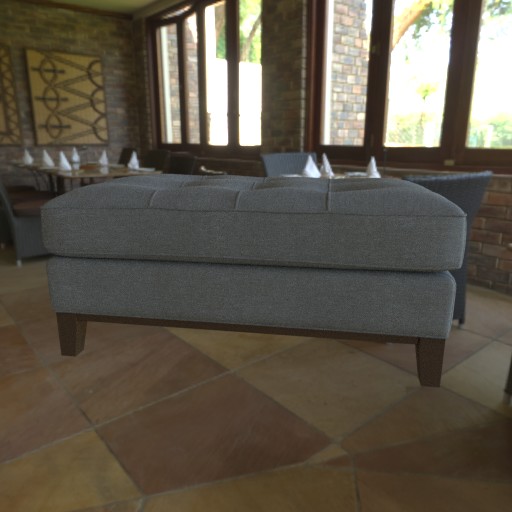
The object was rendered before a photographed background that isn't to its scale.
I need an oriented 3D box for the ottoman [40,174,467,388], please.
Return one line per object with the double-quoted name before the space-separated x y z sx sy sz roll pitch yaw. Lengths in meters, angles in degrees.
"ottoman" 0.000 0.000 1.473 1.143 0.514 0.648 2 15 9
